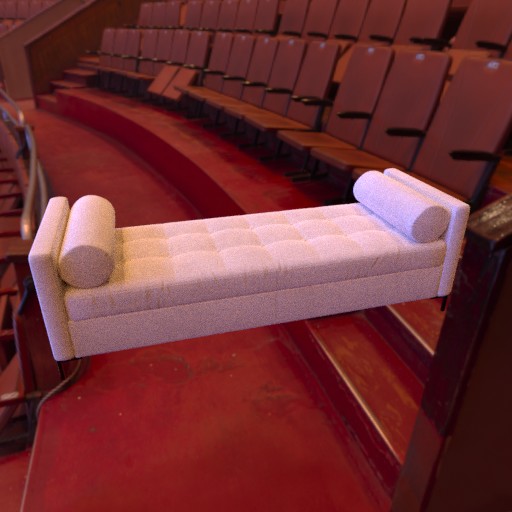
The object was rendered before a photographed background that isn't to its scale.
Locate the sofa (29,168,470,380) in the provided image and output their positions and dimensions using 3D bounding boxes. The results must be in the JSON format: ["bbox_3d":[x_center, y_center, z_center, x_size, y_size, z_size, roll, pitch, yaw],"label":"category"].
[{"bbox_3d":[0.000,0.000,2.329,1.981,0.635,0.686,-7,28,-14],"label":"sofa"}]
